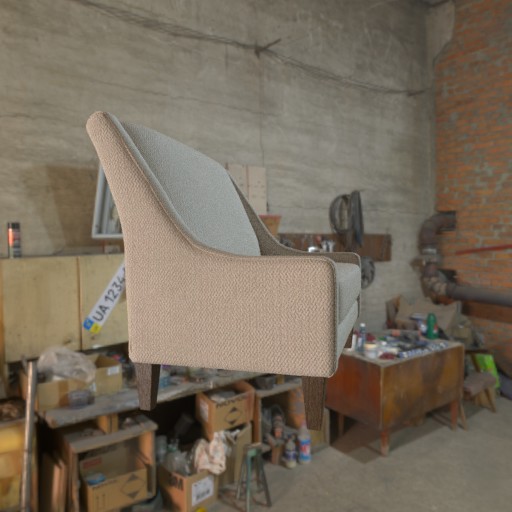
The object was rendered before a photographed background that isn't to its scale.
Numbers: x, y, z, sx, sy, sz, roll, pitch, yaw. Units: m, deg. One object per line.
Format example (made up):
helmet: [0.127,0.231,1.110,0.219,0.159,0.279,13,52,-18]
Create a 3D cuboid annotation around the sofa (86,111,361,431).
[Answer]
sofa: [0.000,0.000,1.982,0.870,1.022,1.242,0,1,17]
